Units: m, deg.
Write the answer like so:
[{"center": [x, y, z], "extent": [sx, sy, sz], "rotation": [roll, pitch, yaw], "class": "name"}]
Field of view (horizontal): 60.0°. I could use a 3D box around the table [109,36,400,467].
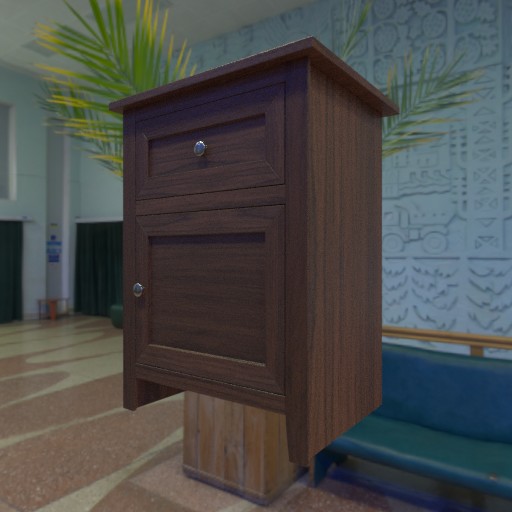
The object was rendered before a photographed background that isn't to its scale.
[{"center": [0.000, 0.000, 0.933], "extent": [0.480, 0.636, 0.381], "rotation": [0, 0, 36], "class": "table"}]
